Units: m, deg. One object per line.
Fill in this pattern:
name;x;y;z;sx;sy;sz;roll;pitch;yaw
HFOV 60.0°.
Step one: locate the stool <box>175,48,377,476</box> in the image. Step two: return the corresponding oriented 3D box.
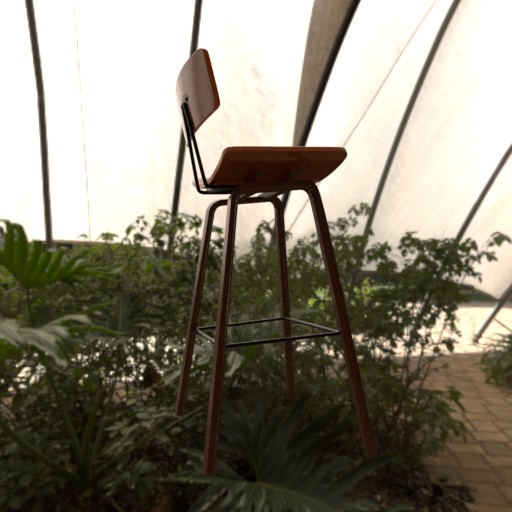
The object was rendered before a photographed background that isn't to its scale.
stool;0.000;0.000;1.247;0.440;0.969;0.509;1;-2;-19
